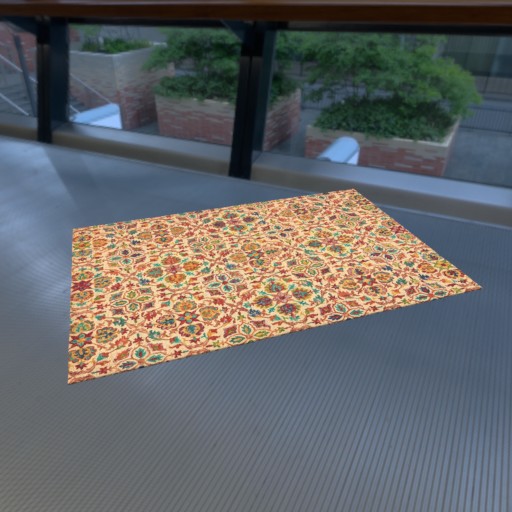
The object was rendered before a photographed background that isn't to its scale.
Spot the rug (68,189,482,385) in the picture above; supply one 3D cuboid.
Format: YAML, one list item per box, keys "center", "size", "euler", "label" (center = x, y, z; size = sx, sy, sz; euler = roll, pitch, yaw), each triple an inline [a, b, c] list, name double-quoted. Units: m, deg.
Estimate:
- center: [0.000, 0.000, 2.331]
  size: [1.838, 0.013, 1.226]
  euler: [-10, 33, -16]
  label: "rug"
